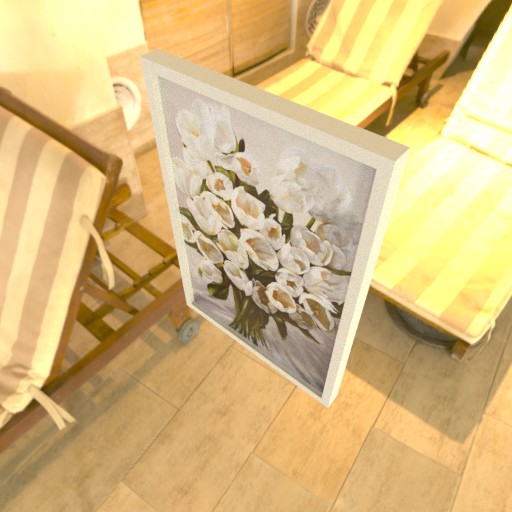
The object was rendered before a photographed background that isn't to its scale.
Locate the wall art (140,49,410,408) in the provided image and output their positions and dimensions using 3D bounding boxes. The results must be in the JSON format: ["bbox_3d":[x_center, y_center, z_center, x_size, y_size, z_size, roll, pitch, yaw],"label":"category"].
[{"bbox_3d":[0.000,0.000,0.559,0.293,0.428,0.025,31,54,26],"label":"wall art"}]
